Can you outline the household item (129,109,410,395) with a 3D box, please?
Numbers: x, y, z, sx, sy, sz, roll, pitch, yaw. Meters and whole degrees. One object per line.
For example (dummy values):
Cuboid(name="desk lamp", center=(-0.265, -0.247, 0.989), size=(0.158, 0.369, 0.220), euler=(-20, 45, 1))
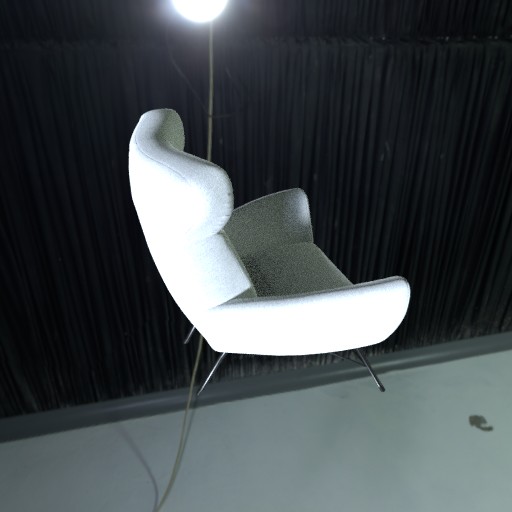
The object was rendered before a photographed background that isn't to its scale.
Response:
Cuboid(name="household item", center=(0.000, 0.000, 1.814), size=(0.900, 1.050, 0.980), euler=(-9, 31, -16))
